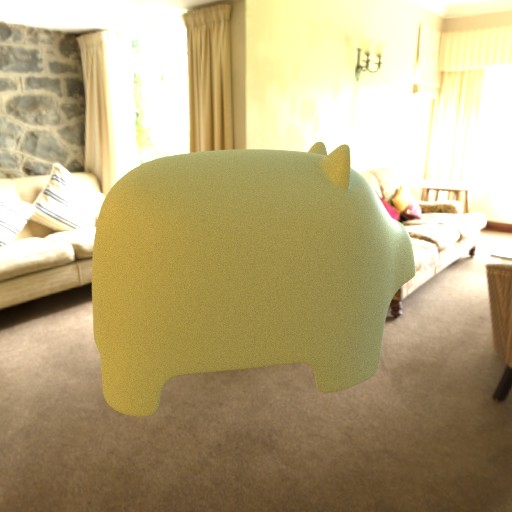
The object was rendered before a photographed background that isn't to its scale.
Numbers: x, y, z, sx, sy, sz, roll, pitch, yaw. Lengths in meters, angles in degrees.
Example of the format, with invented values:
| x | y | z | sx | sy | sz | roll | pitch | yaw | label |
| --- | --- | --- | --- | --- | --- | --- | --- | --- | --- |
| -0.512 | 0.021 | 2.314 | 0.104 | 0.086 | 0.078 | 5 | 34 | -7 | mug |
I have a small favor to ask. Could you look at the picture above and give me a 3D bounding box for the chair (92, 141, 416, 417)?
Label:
| x | y | z | sx | sy | sz | roll | pitch | yaw | label |
| --- | --- | --- | --- | --- | --- | --- | --- | --- | --- |
| 0.000 | 0.000 | 0.858 | 0.619 | 0.423 | 0.364 | -3 | 17 | -10 | chair |
